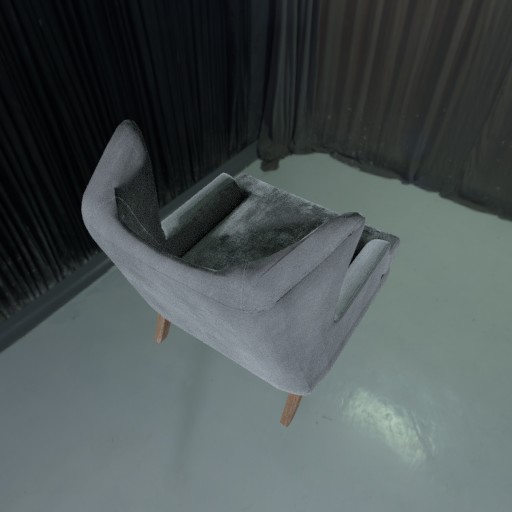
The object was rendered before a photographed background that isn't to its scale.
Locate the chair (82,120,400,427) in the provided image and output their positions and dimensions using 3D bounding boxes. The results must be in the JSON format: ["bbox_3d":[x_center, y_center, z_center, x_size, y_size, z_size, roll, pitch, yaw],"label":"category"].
[{"bbox_3d":[0.000,0.000,1.583,0.784,0.950,0.906,26,52,23],"label":"chair"}]
